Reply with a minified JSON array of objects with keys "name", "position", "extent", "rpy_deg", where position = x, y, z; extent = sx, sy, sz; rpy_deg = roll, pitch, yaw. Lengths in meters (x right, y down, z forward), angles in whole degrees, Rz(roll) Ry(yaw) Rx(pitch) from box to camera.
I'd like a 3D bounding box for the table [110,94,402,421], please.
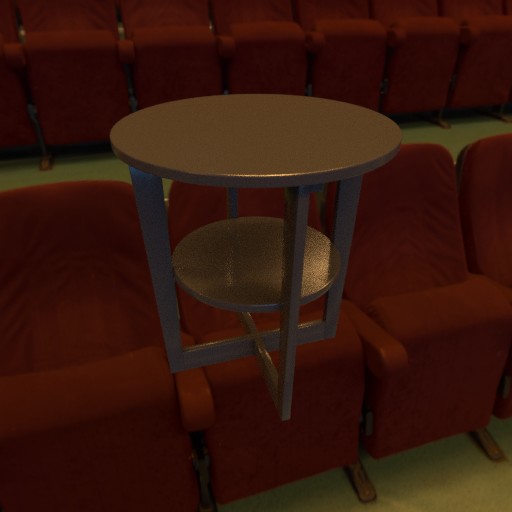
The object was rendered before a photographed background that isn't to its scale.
[{"name":"table","position":[0.000,0.000,0.929],"extent":[0.500,0.550,0.500],"rpy_deg":[0,32,0]}]
